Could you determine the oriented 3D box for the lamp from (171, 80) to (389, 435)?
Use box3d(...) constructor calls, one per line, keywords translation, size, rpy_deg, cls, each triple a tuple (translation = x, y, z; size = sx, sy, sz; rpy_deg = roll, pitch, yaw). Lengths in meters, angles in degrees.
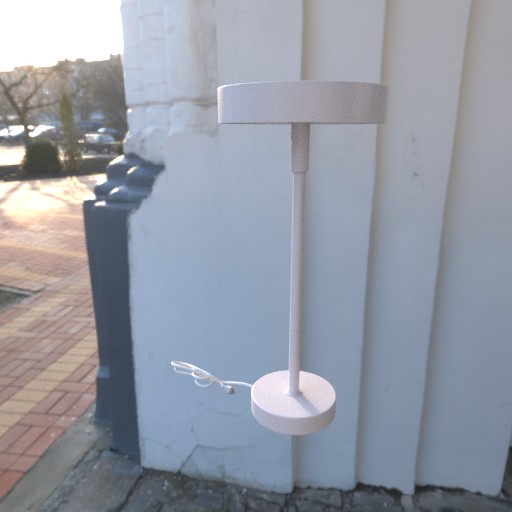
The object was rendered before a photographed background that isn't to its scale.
box3d(translation=(0.000, 0.000, 0.702), size=(0.369, 0.508, 0.229), rpy_deg=(8, 18, 27), cls="lamp")
